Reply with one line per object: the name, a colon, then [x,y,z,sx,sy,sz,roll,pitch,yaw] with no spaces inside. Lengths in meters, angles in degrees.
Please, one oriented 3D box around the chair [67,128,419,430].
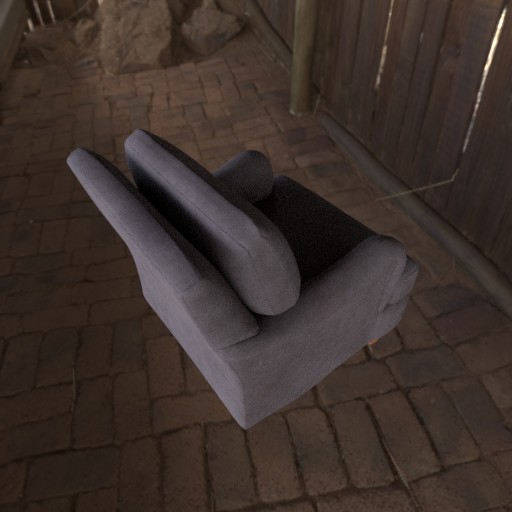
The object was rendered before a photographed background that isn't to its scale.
chair: [0.000,0.000,1.844,1.070,0.997,0.955,-25,47,-27]
